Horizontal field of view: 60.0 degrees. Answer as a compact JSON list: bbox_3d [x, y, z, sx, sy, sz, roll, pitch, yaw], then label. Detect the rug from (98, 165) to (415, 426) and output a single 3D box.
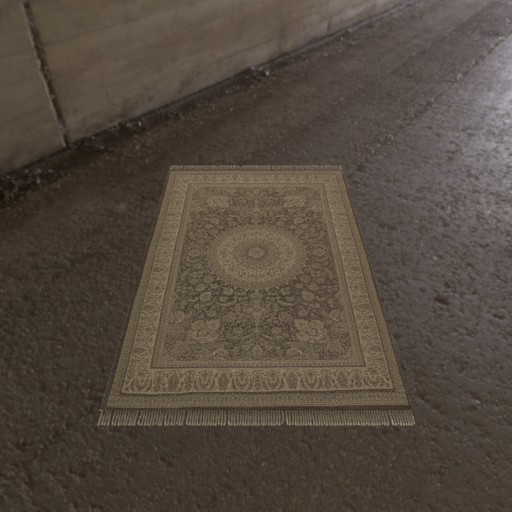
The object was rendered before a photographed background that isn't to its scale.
[{"bbox_3d":[0.000,0.000,3.012,1.528,0.010,2.440,0,41,0],"label":"rug"}]
